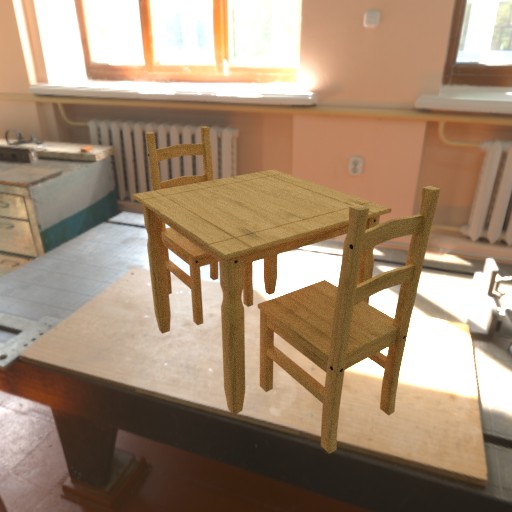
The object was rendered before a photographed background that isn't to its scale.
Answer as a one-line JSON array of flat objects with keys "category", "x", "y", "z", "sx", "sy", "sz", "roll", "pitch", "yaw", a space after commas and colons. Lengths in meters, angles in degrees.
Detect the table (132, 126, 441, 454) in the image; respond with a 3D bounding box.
[{"category": "table", "x": 0.000, "y": 0.000, "z": 2.049, "sx": 0.813, "sy": 0.942, "sz": 1.501, "roll": -16, "pitch": 30, "yaw": -31}]
